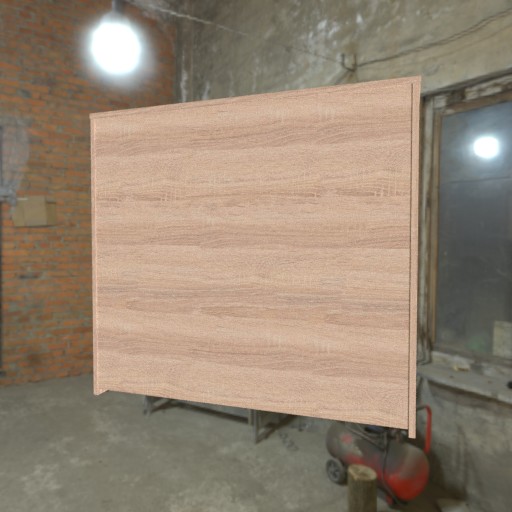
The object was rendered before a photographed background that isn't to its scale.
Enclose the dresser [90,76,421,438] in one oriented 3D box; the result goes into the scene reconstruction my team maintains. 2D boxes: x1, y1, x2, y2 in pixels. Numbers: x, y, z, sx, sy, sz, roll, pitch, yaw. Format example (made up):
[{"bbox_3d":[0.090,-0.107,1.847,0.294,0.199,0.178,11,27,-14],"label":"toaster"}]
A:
[{"bbox_3d":[0.000,0.000,1.432,0.980,0.900,0.380,1,2,19],"label":"dresser"}]
